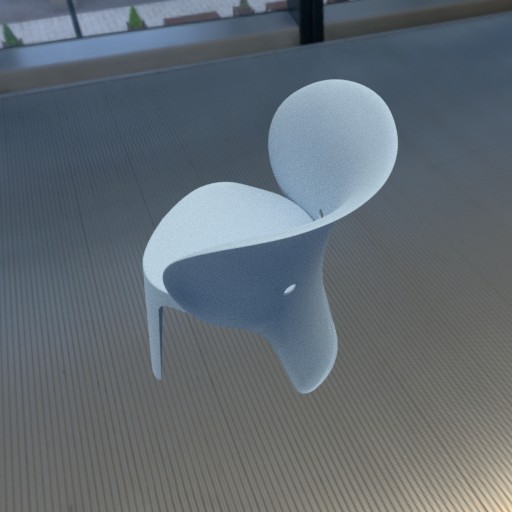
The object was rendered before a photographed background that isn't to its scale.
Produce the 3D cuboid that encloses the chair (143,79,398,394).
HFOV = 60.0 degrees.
[{"bbox_3d":[0.000,0.000,0.847,0.402,0.554,0.451,17,50,14],"label":"chair"}]
